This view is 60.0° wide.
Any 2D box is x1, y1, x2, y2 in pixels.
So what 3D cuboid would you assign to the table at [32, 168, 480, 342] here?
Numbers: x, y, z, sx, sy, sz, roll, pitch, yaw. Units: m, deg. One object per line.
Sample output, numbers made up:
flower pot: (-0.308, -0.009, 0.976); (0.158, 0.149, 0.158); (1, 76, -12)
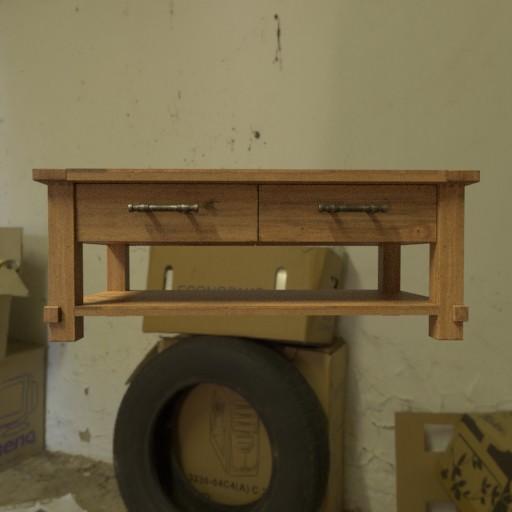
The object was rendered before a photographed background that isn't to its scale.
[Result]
table: (0.000, 0.000, 1.595); (1.270, 0.494, 0.693); (0, 0, -1)
